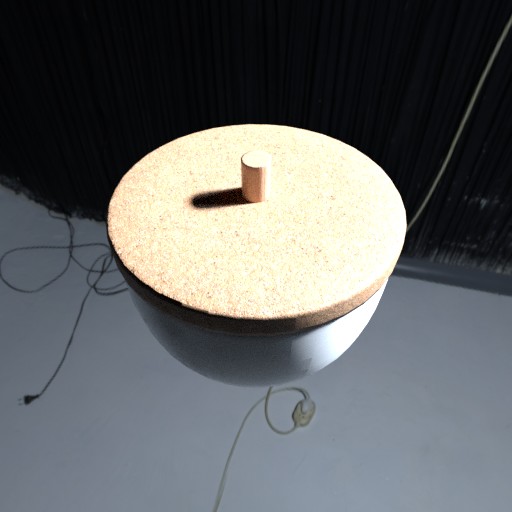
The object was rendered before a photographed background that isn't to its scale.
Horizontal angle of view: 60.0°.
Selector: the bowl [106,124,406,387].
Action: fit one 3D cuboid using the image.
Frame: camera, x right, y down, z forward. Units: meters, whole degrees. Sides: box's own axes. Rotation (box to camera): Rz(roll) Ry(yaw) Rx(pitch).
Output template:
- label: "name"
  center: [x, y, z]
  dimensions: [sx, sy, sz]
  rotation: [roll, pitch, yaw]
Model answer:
- label: "bowl"
  center: [0.000, 0.000, 0.215]
  dimensions: [0.126, 0.110, 0.126]
  rotation: [0, 46, 0]
